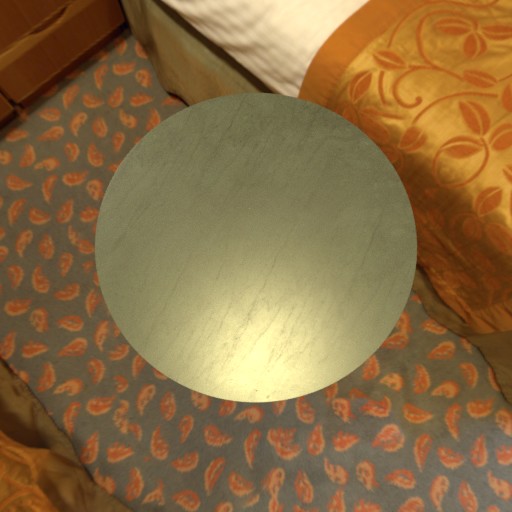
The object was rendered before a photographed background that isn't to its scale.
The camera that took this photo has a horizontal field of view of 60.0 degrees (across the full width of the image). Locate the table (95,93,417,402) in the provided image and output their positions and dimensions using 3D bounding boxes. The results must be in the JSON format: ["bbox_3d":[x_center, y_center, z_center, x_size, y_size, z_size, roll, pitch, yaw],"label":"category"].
[{"bbox_3d":[0.000,0.000,1.323,0.800,0.450,0.800,0,76,0],"label":"table"}]
